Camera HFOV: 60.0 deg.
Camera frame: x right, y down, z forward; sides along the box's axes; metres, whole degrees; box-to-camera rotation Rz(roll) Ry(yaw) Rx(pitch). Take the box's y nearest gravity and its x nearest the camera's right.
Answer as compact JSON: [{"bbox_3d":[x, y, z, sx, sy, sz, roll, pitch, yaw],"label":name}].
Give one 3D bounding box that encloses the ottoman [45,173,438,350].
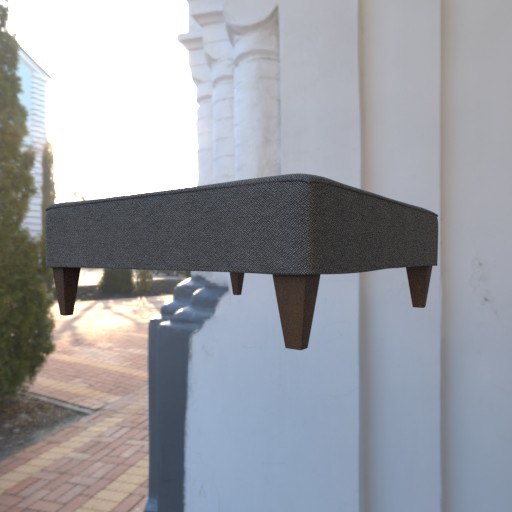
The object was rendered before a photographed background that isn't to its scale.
[{"bbox_3d":[0.000,0.000,1.517,0.970,0.378,0.981,0,0,36],"label":"ottoman"}]
